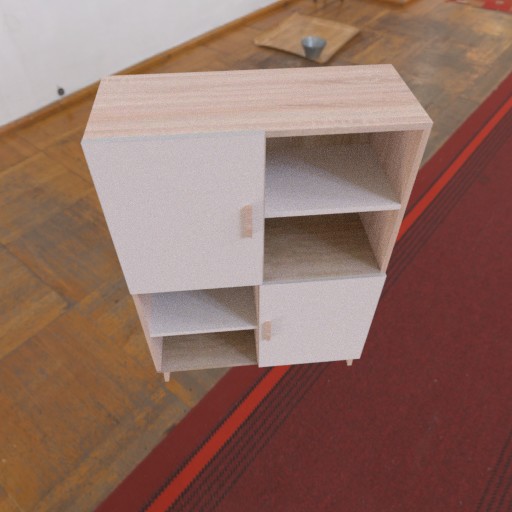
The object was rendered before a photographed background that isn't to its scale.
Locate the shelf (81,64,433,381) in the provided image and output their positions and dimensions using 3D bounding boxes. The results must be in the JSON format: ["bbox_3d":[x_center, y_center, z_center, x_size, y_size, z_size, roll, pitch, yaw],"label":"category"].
[{"bbox_3d":[0.000,0.000,1.880,0.995,1.405,0.434,-4,47,-4],"label":"shelf"}]
